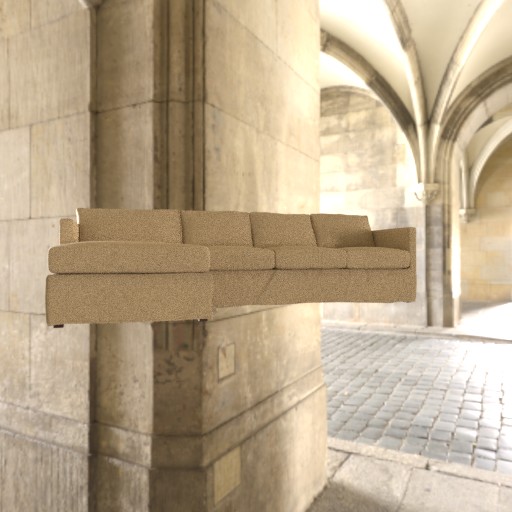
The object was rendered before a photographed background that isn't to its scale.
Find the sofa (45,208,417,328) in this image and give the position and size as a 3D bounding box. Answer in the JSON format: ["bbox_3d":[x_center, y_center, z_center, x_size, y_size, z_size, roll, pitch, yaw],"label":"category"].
[{"bbox_3d":[0.000,0.000,3.873,3.205,0.922,1.650,0,0,-18],"label":"sofa"}]
